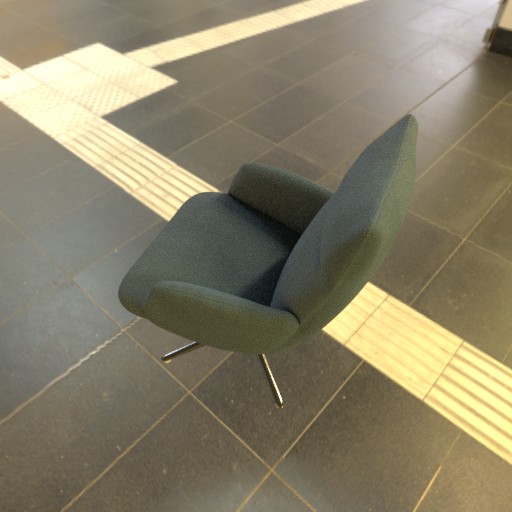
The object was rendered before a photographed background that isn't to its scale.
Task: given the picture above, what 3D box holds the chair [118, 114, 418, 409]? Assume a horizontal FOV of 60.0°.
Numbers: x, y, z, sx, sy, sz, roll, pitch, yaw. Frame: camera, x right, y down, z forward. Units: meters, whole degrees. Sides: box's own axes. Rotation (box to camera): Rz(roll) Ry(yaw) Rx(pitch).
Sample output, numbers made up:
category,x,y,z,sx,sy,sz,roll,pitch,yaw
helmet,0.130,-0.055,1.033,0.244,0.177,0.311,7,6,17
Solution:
category,x,y,z,sx,sy,sz,roll,pitch,yaw
chair,0.000,0.000,1.583,0.889,1.016,0.711,17,50,15
